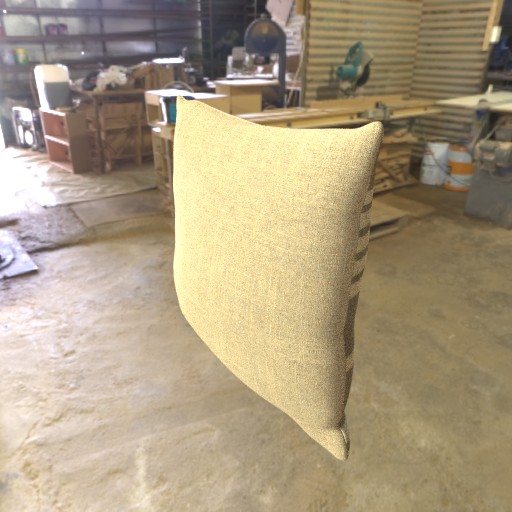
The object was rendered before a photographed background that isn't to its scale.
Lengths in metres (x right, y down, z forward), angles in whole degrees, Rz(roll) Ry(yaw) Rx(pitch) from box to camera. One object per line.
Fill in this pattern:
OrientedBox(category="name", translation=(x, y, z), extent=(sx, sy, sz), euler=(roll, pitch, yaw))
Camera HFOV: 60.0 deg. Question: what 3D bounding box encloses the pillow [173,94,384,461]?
OrientedBox(category="pillow", translation=(0.000, 0.000, 0.666), extent=(0.182, 0.440, 0.439), euler=(-17, 30, -32))
